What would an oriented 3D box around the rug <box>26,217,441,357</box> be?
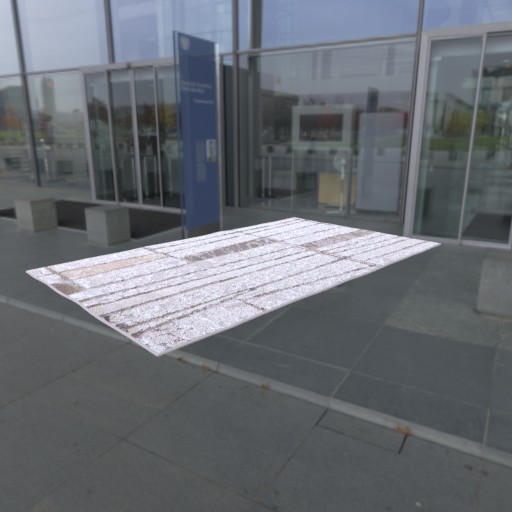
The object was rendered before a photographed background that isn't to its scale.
[{"bbox_3d":[0.000,0.000,1.054,0.867,0.007,0.515,-15,21,-42],"label":"rug"}]
